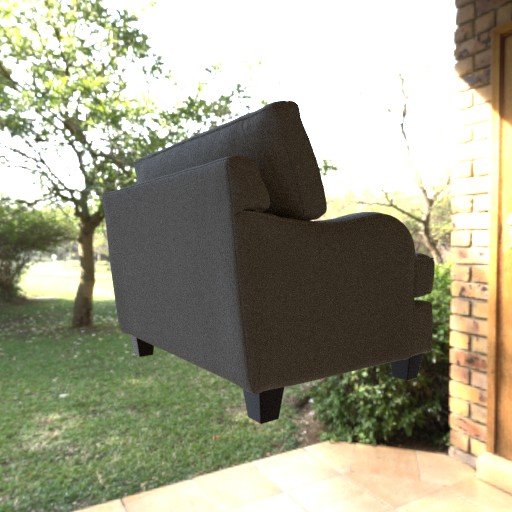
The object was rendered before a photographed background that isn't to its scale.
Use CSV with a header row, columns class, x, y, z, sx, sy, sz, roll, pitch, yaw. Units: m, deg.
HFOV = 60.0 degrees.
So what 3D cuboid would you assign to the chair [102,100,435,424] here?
class,x,y,z,sx,sy,sz,roll,pitch,yaw
chair,0.000,0.000,2.028,1.041,1.016,1.220,-1,2,-36
